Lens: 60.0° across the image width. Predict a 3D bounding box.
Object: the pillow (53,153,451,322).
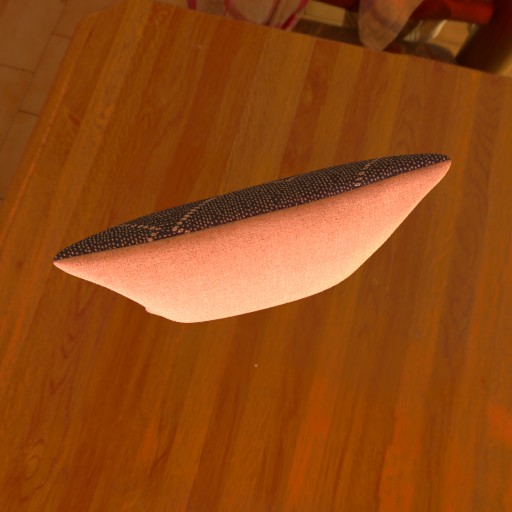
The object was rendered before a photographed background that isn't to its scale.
[{"bbox_3d":[0.000,0.000,0.665,0.435,0.428,0.148,-15,77,-4],"label":"pillow"}]
